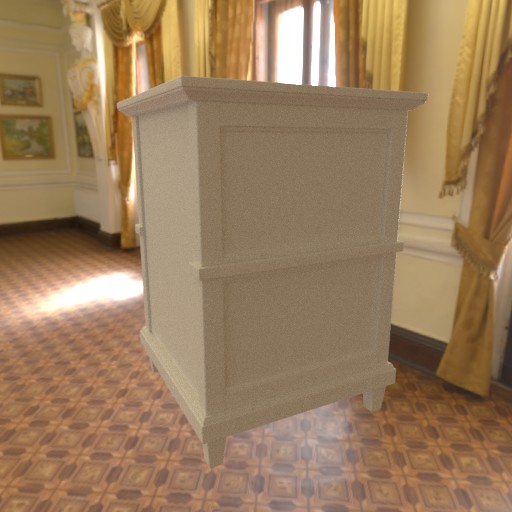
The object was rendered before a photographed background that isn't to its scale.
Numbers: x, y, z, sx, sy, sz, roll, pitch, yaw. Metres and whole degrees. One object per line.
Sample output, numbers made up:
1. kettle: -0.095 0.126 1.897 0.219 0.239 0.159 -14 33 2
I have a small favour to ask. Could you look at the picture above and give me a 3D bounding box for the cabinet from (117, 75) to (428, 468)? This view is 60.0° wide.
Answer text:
1. cabinet: 0.000 0.000 1.151 0.547 0.775 0.544 -7 16 -26
